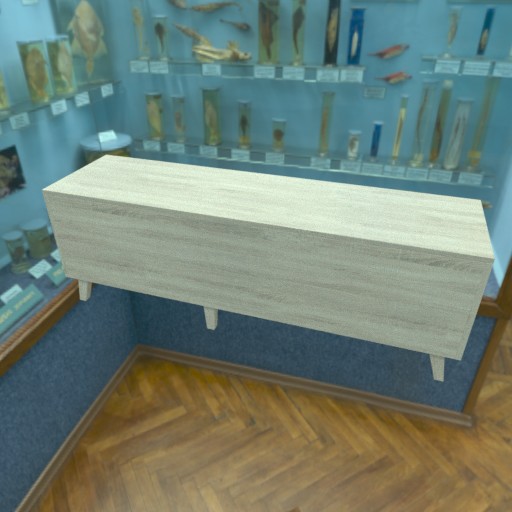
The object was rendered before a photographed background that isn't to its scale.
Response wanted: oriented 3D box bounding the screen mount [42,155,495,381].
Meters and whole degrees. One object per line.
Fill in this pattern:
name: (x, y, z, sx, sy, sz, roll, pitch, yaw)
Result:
screen mount: (0.000, 0.000, 1.700, 1.500, 0.510, 0.400, 10, 33, 15)
